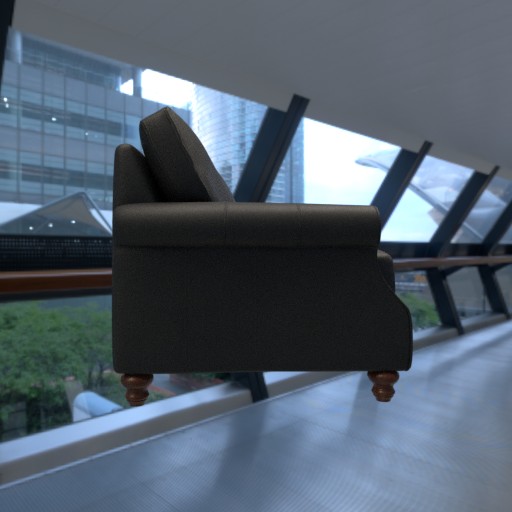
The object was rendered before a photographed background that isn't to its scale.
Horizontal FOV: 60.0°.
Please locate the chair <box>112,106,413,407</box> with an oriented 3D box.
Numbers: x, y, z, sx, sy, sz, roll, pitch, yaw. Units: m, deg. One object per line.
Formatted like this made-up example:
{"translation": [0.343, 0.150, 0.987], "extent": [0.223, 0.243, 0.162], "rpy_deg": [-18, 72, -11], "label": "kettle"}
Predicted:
{"translation": [0.000, 0.000, 1.802], "extent": [1.027, 0.960, 1.015], "rpy_deg": [0, -1, 1], "label": "chair"}
